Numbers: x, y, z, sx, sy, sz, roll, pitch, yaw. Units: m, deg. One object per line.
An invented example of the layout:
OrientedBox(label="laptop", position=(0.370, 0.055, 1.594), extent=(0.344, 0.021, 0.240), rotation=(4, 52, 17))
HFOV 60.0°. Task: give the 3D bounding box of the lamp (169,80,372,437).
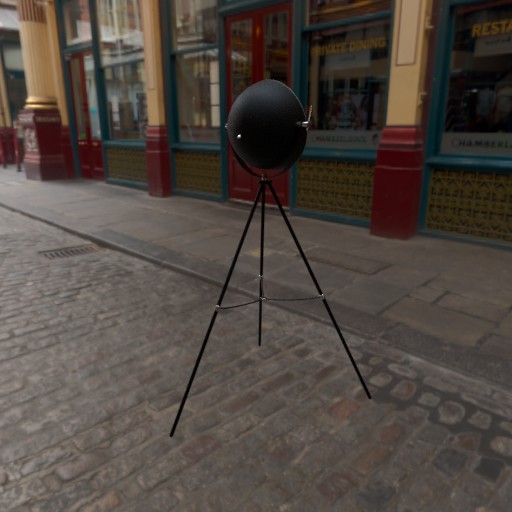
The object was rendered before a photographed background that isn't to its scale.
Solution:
OrientedBox(label="lamp", position=(0.000, 0.000, 2.016), extent=(0.817, 1.512, 0.920), rotation=(14, 21, 42))
